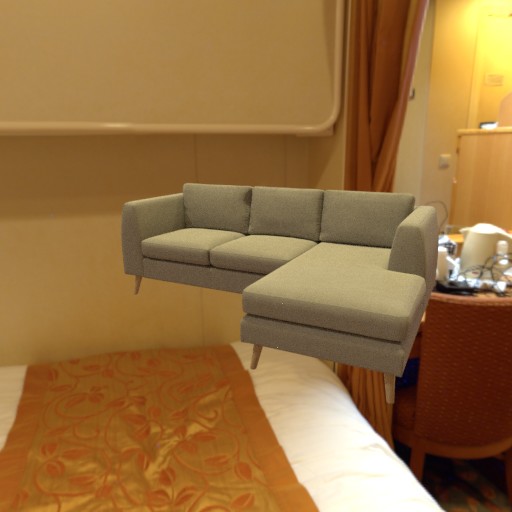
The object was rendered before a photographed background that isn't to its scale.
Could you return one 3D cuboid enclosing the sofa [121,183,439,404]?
[{"bbox_3d":[0.000,0.000,3.120,2.300,0.860,1.580,7,16,26],"label":"sofa"}]
